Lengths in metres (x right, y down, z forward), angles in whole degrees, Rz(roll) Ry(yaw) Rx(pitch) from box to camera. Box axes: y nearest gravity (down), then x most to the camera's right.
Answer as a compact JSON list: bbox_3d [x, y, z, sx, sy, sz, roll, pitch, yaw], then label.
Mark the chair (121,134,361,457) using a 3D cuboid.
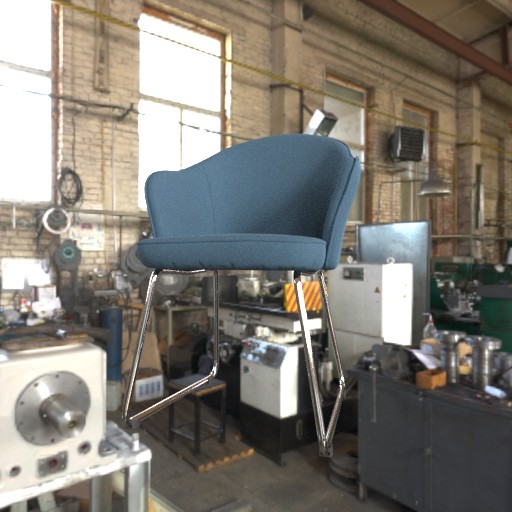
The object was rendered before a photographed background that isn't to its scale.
[{"bbox_3d":[0.000,0.000,1.213,0.570,0.815,0.585,0,0,18],"label":"chair"}]
